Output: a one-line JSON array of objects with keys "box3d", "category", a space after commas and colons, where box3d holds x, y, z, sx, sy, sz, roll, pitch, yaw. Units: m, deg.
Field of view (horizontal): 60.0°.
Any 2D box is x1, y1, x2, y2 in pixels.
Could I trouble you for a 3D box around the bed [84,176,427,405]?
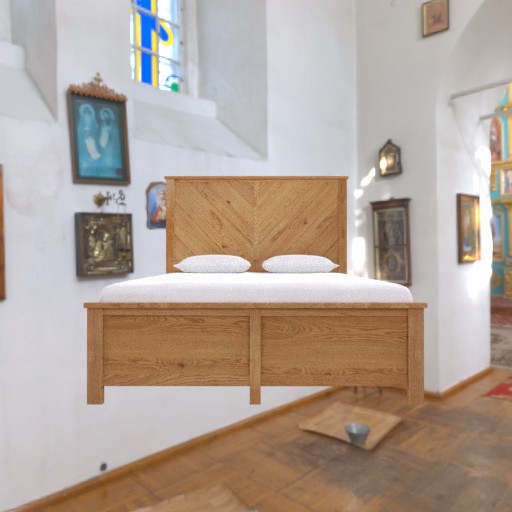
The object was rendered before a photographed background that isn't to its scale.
[{"box3d": [0.000, 0.000, 4.133, 2.225, 1.938, 2.530, 0, 0, 0], "category": "bed"}]
